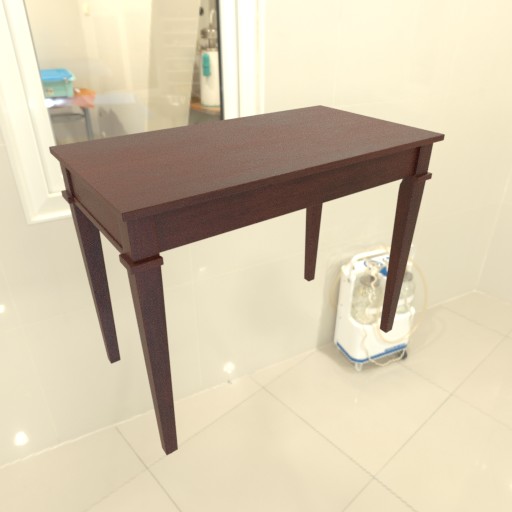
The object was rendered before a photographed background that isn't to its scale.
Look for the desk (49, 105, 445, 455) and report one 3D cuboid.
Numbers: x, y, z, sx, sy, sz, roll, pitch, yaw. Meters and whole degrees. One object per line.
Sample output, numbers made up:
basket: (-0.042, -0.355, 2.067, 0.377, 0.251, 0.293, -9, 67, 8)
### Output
desk: (0.000, 0.000, 1.457, 1.001, 0.762, 0.549, -19, 35, -30)
